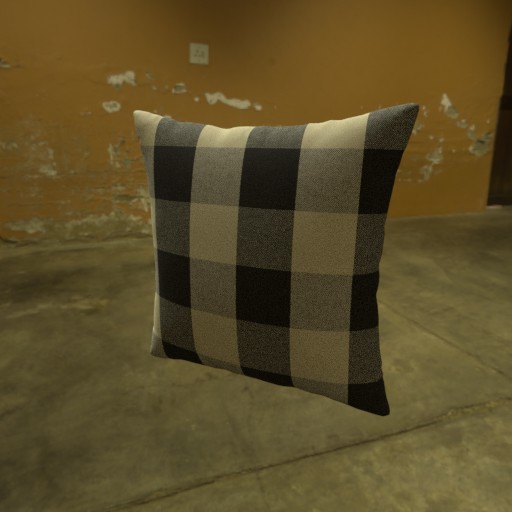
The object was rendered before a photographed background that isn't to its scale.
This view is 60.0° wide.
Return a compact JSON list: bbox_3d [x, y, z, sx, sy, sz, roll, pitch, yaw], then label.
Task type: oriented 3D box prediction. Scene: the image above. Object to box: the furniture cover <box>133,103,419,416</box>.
[{"bbox_3d":[0.000,0.000,0.798,0.511,0.509,0.161,7,17,25],"label":"furniture cover"}]
